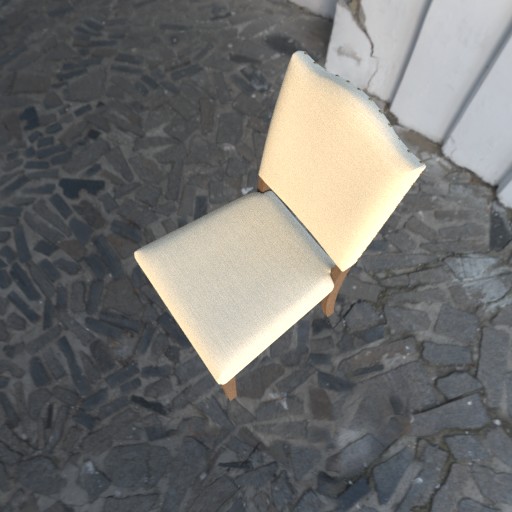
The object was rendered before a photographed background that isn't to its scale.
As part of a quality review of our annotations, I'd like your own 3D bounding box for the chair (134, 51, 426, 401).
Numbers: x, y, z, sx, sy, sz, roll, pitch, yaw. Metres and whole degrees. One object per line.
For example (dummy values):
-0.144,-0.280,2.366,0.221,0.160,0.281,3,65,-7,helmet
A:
0.000,0.000,1.384,0.619,1.015,0.508,-33,70,-14,chair
